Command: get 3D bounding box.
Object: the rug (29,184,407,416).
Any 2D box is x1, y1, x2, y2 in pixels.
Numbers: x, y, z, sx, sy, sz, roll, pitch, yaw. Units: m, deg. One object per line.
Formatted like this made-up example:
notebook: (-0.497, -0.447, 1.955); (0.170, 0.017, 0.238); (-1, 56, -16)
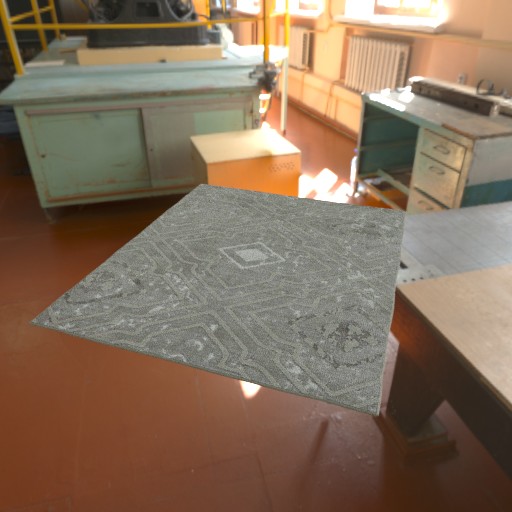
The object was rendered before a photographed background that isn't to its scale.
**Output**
rug: (0.000, 0.000, 0.888); (0.548, 0.006, 0.639); (10, 32, 17)
